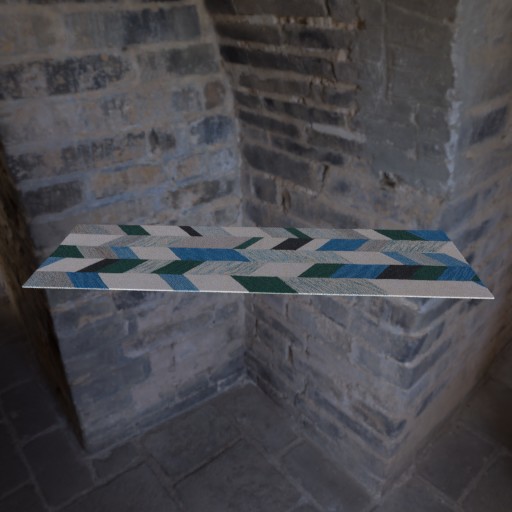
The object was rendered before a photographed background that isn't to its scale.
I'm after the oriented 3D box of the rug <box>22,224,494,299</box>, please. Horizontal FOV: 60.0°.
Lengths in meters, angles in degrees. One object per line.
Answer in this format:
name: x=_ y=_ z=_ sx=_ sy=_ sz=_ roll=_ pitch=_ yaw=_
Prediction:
rug: x=0.000 y=0.000 z=2.609 sx=2.437 sy=0.008 sz=0.774 roll=1 pitch=29 yaw=2
